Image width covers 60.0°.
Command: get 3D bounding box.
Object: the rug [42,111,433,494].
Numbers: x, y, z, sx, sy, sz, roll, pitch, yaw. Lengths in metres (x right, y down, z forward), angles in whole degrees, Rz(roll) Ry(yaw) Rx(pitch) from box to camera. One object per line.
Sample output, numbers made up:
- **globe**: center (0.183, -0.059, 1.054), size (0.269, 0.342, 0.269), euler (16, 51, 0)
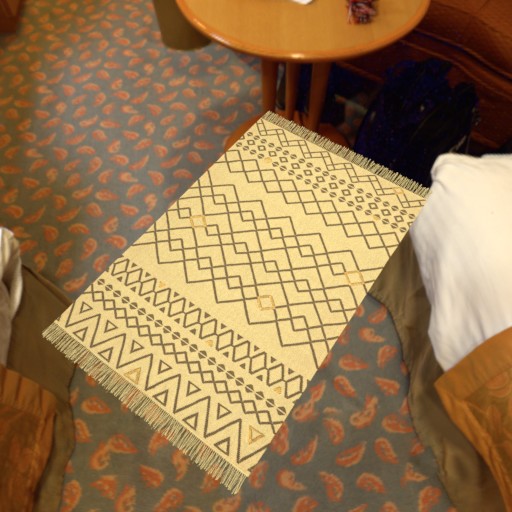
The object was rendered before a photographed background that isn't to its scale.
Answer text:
- **rug**: center (0.000, 0.000, 3.001), size (1.495, 0.035, 2.472), euler (31, 64, 17)
